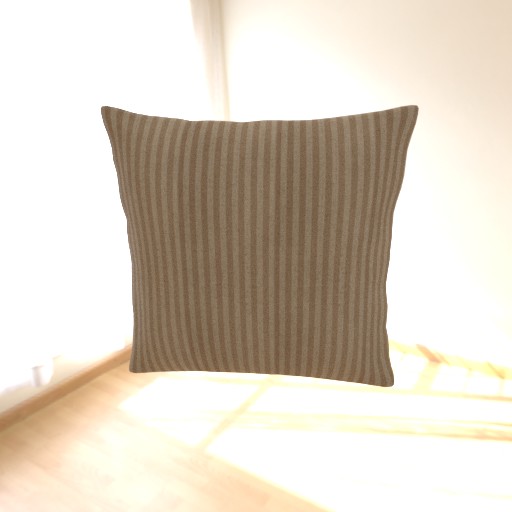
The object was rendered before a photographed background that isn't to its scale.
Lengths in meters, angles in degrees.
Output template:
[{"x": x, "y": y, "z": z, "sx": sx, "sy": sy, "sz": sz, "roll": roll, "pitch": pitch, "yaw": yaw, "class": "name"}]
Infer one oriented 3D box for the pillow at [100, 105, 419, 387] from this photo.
[{"x": 0.000, "y": 0.000, "z": 0.791, "sx": 0.523, "sy": 0.510, "sz": 0.166, "roll": 2, "pitch": 17, "yaw": 6, "class": "pillow"}]
